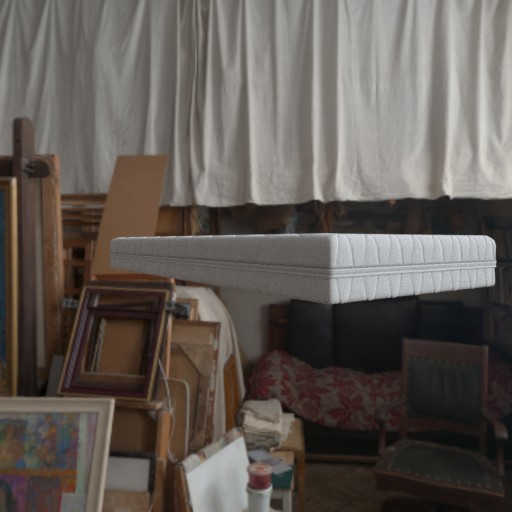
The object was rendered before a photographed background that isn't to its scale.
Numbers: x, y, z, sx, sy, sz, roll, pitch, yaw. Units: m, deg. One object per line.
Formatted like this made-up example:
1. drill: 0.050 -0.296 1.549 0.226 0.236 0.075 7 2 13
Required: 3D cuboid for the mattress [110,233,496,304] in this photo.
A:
1. mattress: 0.000 0.000 2.287 0.900 0.200 2.000 -1 2 -35
